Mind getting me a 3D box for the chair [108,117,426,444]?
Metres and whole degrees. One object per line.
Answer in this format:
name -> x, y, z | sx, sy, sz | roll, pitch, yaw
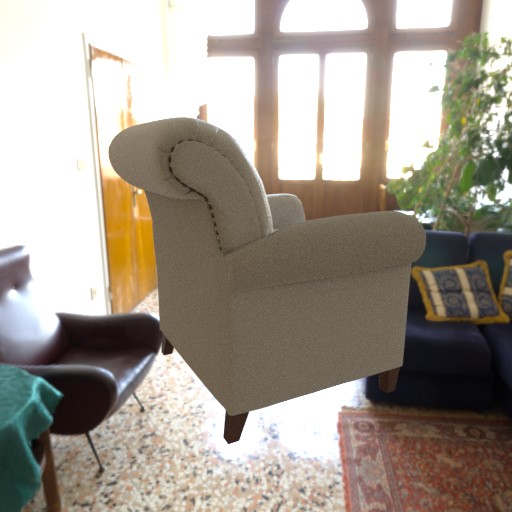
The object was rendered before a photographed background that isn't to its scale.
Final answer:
chair -> 0.000, 0.000, 1.604 | 0.890, 0.927, 0.854 | -7, 15, -27
